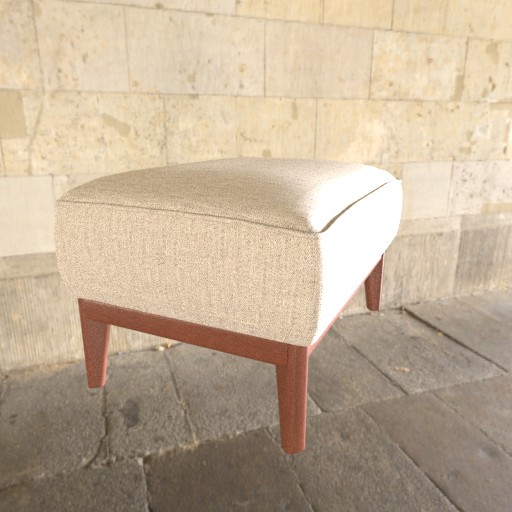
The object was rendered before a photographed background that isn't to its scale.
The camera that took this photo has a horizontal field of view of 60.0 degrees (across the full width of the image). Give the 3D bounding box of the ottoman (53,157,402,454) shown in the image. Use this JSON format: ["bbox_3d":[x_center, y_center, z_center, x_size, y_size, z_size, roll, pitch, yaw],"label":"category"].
[{"bbox_3d":[0.000,0.000,1.124,0.594,0.465,0.794,8,18,25],"label":"ottoman"}]
